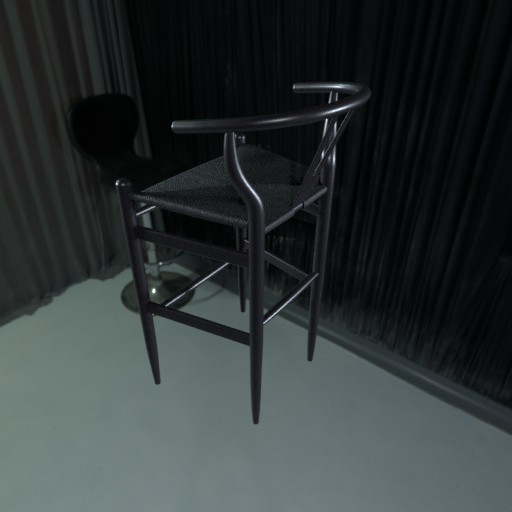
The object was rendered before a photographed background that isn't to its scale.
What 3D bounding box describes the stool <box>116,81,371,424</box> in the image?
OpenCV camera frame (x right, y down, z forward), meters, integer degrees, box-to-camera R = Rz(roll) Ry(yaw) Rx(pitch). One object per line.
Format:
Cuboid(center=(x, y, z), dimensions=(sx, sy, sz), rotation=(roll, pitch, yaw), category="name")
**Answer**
Cuboid(center=(0.000, 0.000, 1.436), dimensions=(0.579, 1.072, 0.569), rotation=(22, 38, 30), category="stool")
